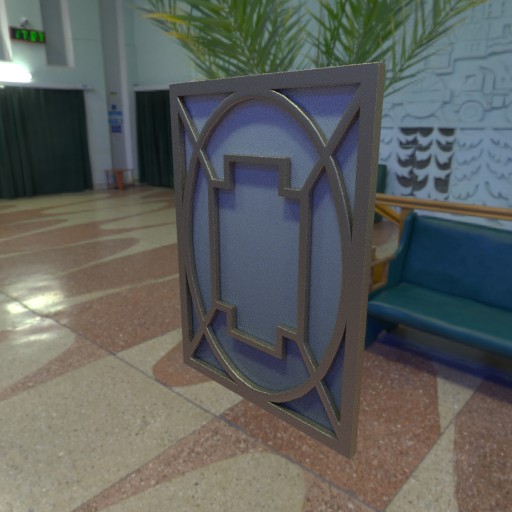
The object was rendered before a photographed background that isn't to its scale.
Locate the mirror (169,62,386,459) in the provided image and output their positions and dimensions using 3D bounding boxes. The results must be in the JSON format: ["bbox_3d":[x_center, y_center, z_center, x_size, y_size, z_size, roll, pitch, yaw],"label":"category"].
[{"bbox_3d":[0.000,0.000,1.351,0.756,1.023,0.032,15,22,42],"label":"mirror"}]
